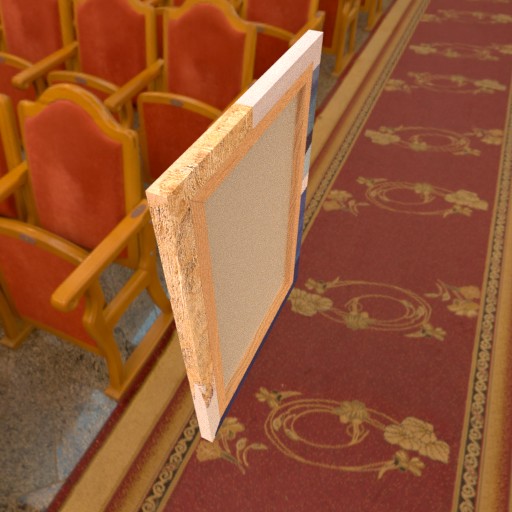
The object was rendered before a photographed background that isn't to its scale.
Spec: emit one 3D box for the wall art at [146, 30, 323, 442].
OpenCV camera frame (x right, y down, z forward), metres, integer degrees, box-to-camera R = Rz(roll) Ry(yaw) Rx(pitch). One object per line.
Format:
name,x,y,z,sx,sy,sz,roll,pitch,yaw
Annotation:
wall art,0.000,0.000,0.793,0.026,0.613,0.458,18,49,17
